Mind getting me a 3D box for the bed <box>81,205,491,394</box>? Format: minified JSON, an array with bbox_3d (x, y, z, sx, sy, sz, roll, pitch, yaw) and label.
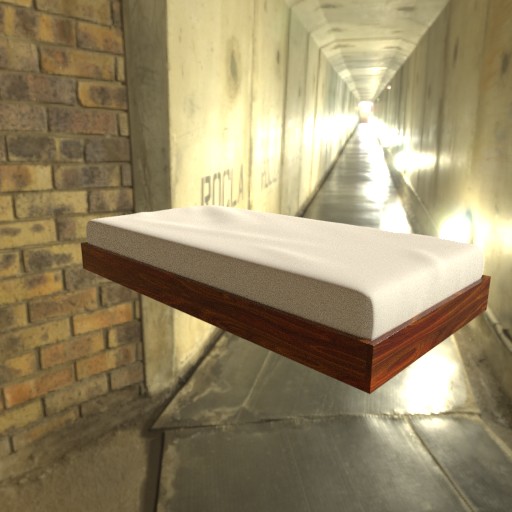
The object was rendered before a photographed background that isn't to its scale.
[{"bbox_3d":[0.000,0.000,2.182,0.940,0.312,1.860,-14,20,-43],"label":"bed"}]
